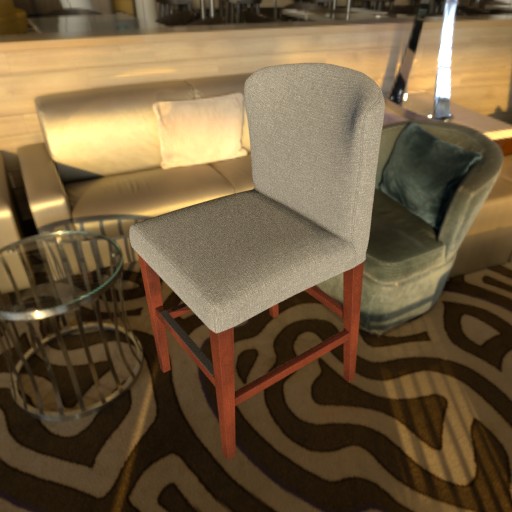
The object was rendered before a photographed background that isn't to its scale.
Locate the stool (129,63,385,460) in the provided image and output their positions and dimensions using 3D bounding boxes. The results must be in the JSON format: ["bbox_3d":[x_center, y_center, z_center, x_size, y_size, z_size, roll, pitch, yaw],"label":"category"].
[{"bbox_3d":[0.000,0.000,1.274,0.568,0.968,0.479,-22,38,-30],"label":"stool"}]
